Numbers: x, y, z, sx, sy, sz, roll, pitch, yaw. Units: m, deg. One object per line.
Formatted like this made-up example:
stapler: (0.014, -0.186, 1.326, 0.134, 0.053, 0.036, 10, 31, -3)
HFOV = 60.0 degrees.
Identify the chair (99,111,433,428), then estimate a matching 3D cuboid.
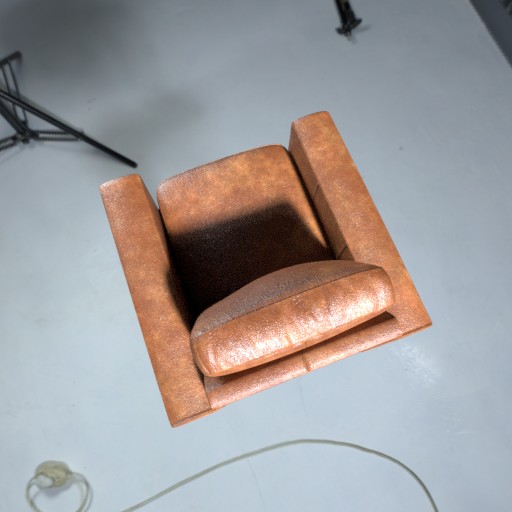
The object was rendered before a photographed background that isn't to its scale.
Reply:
chair: (0.000, 0.000, 1.806, 1.005, 0.873, 1.016, -20, 74, -6)
